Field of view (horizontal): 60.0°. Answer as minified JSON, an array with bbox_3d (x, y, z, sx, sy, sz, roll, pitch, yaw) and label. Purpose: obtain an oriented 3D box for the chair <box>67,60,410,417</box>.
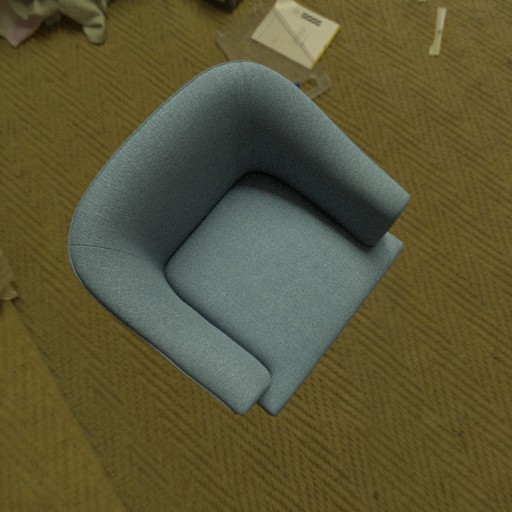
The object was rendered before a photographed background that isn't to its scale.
[{"bbox_3d":[0.000,0.000,1.384,0.704,0.815,0.772,38,80,8],"label":"chair"}]
